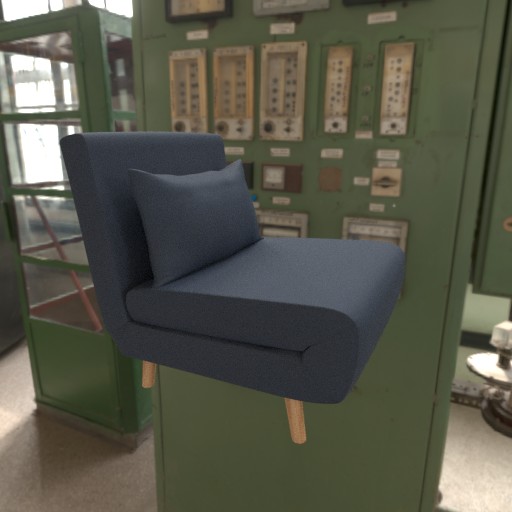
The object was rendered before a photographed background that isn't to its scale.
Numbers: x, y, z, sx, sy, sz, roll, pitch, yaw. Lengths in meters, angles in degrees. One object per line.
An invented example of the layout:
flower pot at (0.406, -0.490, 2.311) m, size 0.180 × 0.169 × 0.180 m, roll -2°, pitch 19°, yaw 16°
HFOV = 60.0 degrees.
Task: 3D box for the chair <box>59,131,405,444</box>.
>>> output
chair at (0.000, 0.000, 1.491) m, size 0.900 × 0.808 × 0.770 m, roll 7°, pitch 17°, yaw 25°
